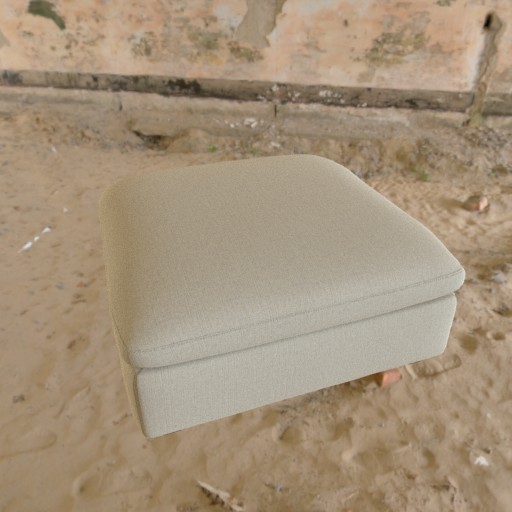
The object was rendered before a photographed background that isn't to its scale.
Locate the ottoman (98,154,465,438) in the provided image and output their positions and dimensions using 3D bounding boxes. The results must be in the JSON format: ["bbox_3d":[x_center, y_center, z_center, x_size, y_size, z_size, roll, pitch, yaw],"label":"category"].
[{"bbox_3d":[0.000,0.000,1.553,0.996,0.467,0.977,-11,34,-16],"label":"ottoman"}]
